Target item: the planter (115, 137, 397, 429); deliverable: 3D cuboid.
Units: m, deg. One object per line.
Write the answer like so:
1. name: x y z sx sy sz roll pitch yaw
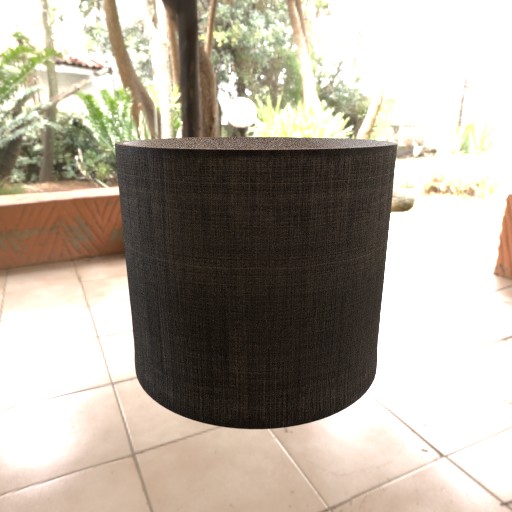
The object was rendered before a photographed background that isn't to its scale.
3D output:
1. planter: 0.000 0.000 0.314 0.178 0.157 0.178 0 17 0
